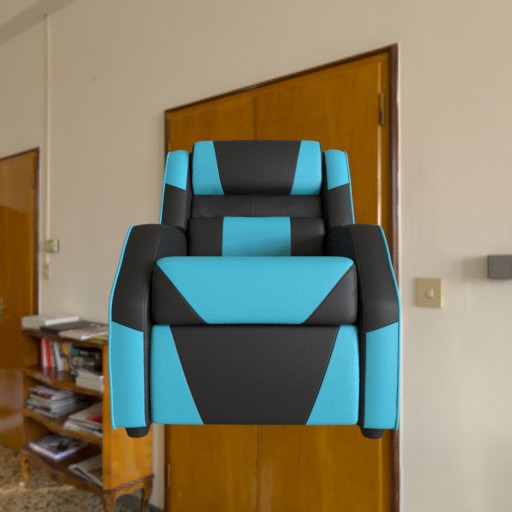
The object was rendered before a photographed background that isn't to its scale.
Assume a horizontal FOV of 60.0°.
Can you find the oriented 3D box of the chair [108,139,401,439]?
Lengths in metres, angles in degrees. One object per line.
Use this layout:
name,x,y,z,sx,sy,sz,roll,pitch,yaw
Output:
chair,0.000,0.000,1.244,0.620,0.805,0.672,0,-1,1
